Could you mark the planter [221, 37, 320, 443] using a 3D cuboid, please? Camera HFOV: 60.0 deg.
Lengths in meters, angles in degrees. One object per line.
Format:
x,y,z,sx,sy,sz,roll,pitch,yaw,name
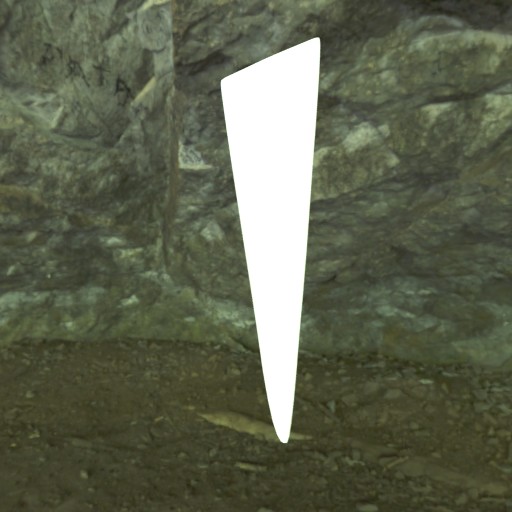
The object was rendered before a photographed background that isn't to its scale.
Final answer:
0.000,0.000,0.398,0.065,0.338,0.143,1,-2,-18,planter
